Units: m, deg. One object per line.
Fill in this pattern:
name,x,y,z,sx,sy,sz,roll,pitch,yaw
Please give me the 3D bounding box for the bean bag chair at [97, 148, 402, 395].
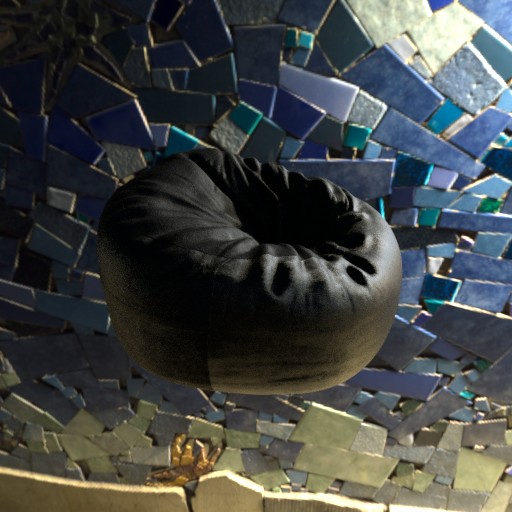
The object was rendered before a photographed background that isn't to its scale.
bean bag chair,0.000,0.000,2.392,1.524,0.878,1.524,10,31,16
